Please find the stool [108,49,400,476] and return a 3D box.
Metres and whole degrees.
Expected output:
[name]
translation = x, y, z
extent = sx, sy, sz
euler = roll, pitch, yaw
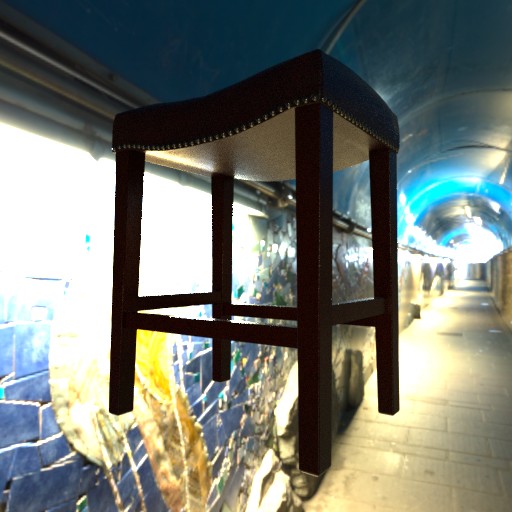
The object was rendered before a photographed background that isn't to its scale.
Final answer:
[stool]
translation = 0.000, 0.000, 0.937
extent = 0.504, 0.657, 0.372
euler = -1, -2, 36
